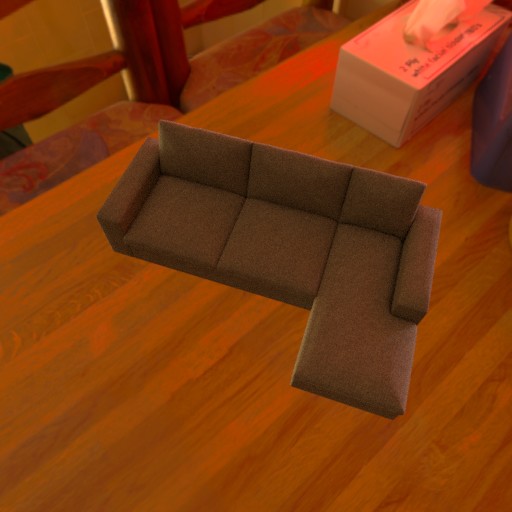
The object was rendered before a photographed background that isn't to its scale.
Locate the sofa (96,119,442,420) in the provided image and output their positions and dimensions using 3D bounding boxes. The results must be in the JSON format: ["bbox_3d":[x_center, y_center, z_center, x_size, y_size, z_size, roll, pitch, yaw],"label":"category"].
[{"bbox_3d":[0.000,0.000,3.603,2.718,0.940,1.689,16,60,10],"label":"sofa"}]
